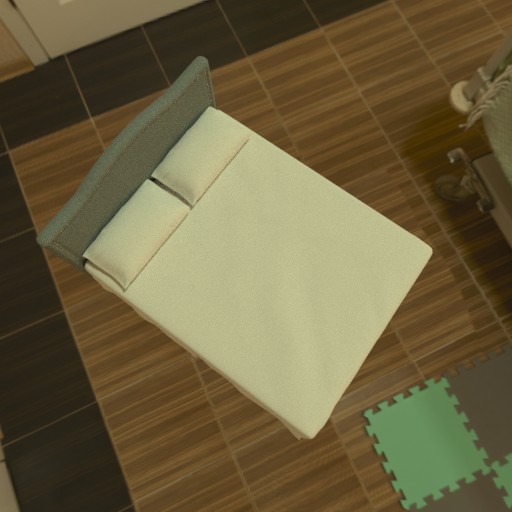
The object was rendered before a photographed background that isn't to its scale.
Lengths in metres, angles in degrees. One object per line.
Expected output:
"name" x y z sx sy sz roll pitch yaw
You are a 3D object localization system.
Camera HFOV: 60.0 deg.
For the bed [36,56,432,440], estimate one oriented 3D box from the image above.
"bed" 0.000 0.000 3.968 2.689 1.457 2.161 35 78 9
